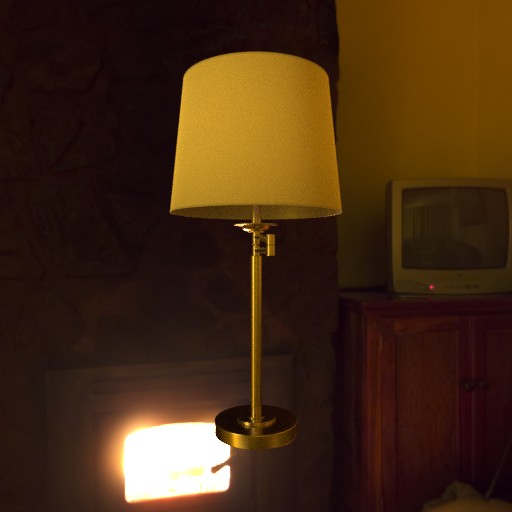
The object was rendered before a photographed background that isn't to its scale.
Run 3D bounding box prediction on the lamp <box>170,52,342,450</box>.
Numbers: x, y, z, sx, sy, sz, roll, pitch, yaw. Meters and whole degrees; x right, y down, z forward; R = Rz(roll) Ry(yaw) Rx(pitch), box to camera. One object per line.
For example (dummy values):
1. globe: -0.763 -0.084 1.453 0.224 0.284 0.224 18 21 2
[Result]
1. lamp: 0.000 0.000 0.874 0.333 0.696 0.333 0 1 0
